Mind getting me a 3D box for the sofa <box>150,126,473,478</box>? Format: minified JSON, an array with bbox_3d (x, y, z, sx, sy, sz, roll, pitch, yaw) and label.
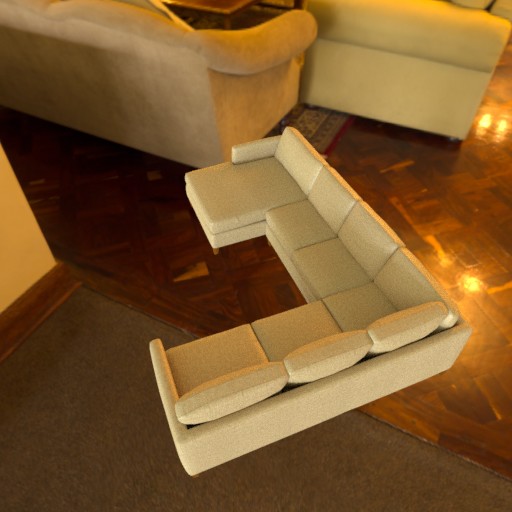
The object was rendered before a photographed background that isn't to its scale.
[{"bbox_3d":[0.000,0.000,4.643,2.594,0.961,3.460,-16,48,-15],"label":"sofa"}]
